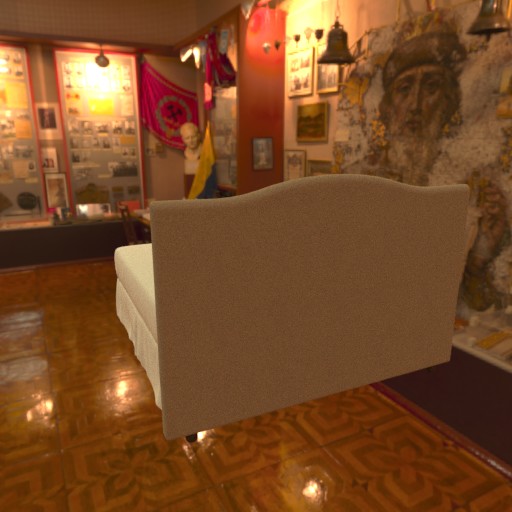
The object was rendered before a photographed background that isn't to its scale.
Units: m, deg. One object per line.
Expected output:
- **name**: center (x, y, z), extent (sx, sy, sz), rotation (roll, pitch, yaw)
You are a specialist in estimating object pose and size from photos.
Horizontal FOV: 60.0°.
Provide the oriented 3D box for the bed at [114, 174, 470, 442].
- **bed**: center (0.000, 0.000, 3.553), extent (2.083, 1.421, 2.182), rotation (-7, 16, -25)
